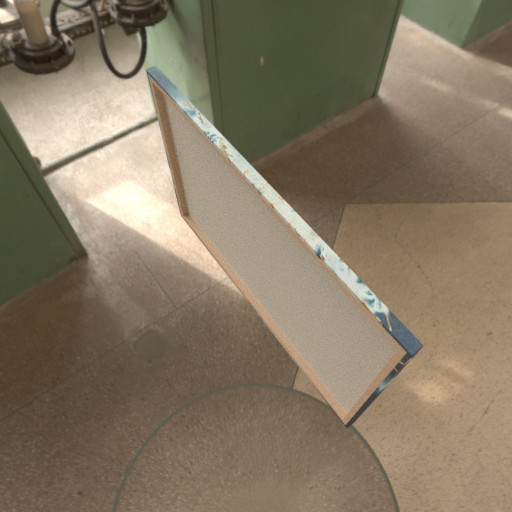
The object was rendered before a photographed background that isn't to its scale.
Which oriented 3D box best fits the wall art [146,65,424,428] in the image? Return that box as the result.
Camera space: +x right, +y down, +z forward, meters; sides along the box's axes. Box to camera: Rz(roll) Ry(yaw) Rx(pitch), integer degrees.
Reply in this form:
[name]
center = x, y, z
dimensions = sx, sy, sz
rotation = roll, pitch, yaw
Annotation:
[wall art]
center = 0.000, 0.000, 1.473
dimensions = 0.035, 0.759, 1.138
rotation = -31, 63, -18
